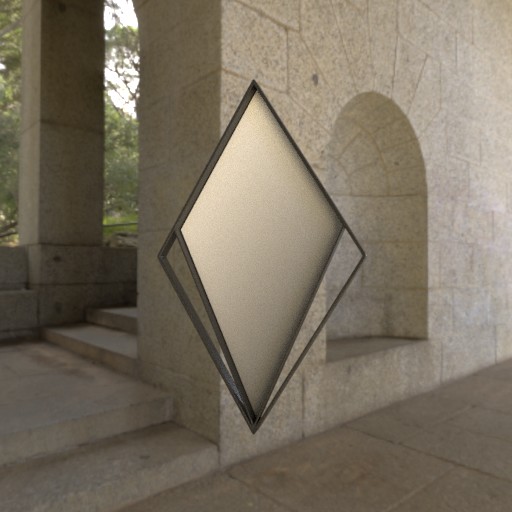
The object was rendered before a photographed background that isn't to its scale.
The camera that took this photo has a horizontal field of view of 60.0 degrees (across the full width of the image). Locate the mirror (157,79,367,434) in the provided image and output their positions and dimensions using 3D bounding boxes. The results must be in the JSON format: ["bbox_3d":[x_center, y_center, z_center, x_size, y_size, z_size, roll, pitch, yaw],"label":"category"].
[{"bbox_3d":[0.000,0.000,0.861,0.419,0.679,0.032,0,-1,19],"label":"mirror"}]
